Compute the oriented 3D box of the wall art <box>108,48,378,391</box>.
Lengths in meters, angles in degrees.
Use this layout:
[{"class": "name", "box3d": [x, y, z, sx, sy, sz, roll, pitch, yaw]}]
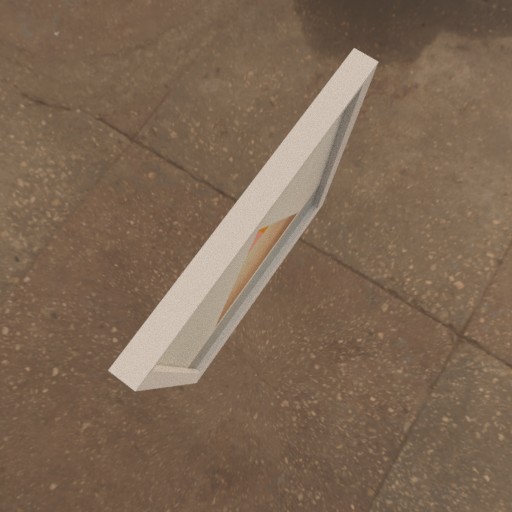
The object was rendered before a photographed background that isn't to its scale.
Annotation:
[{"class": "wall art", "box3d": [0.000, 0.000, 1.977, 0.098, 1.291, 1.289, 34, 78, 9]}]
